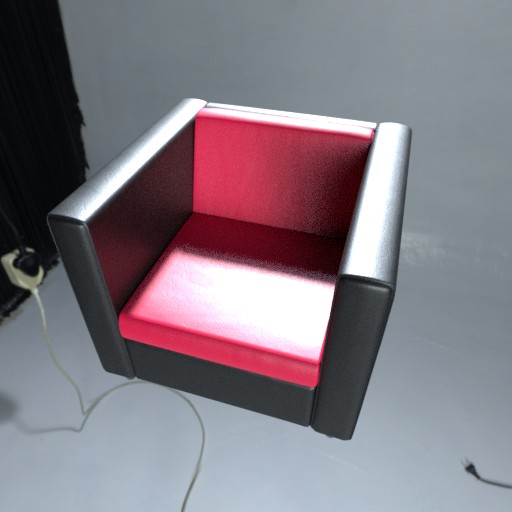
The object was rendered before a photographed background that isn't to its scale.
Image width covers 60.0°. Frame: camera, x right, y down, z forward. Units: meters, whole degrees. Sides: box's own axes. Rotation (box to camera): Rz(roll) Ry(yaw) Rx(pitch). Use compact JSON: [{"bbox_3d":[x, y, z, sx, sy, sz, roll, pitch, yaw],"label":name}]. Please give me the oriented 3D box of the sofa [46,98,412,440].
[{"bbox_3d":[0.000,0.000,1.483,0.839,0.724,0.809,11,42,13],"label":"sofa"}]
